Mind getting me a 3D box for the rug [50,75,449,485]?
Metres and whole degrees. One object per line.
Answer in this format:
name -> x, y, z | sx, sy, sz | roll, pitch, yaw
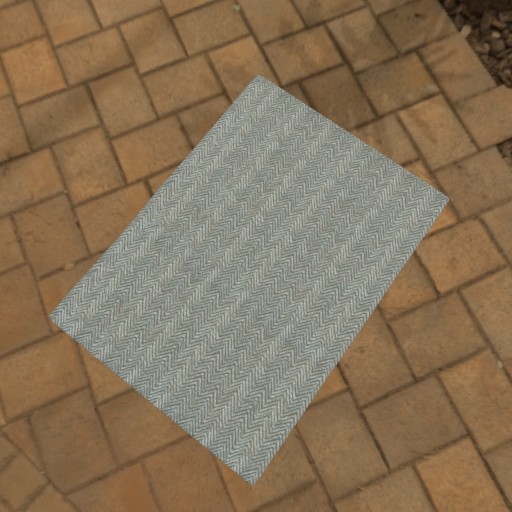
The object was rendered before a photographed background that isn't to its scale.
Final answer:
rug -> 0.000, 0.000, 5.169 | 2.894, 0.011, 3.957 | 36, 78, 9
